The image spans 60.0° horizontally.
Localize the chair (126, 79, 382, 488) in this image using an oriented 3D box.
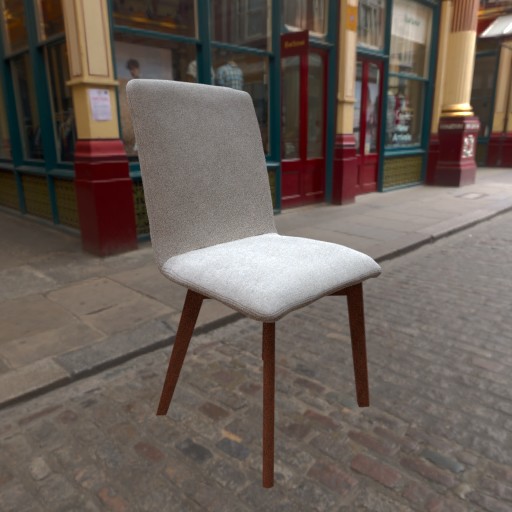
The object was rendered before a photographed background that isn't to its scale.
[{"bbox_3d":[0.000,0.000,1.288,0.563,0.974,0.522,14,21,42],"label":"chair"}]
